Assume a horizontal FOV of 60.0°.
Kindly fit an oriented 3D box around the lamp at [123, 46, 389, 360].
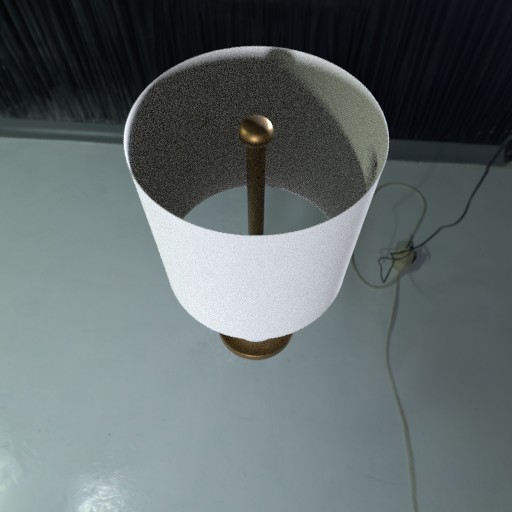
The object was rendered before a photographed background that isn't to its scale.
[{"bbox_3d":[0.000,0.000,0.525,0.210,0.410,0.210,0,59,0],"label":"lamp"}]
